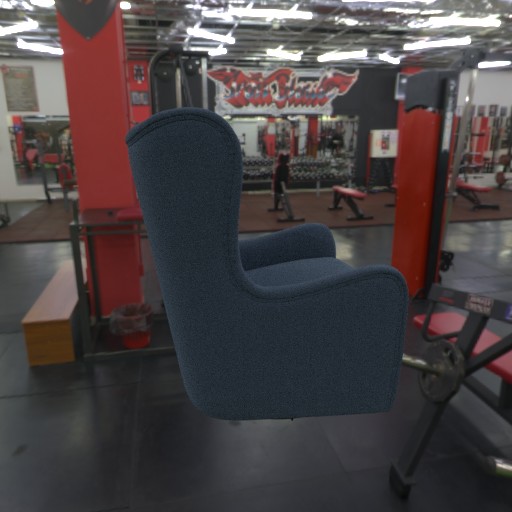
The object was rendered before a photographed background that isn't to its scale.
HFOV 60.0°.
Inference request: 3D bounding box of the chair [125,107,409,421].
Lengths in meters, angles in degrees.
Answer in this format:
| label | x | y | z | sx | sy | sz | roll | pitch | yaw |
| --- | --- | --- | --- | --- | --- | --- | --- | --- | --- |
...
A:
| label | x | y | z | sx | sy | sz | roll | pitch | yaw |
| --- | --- | --- | --- | --- | --- | --- | --- | --- | --- |
| chair | 0.000 | 0.000 | 1.763 | 0.930 | 1.079 | 0.831 | -2 | 16 | -9 |
